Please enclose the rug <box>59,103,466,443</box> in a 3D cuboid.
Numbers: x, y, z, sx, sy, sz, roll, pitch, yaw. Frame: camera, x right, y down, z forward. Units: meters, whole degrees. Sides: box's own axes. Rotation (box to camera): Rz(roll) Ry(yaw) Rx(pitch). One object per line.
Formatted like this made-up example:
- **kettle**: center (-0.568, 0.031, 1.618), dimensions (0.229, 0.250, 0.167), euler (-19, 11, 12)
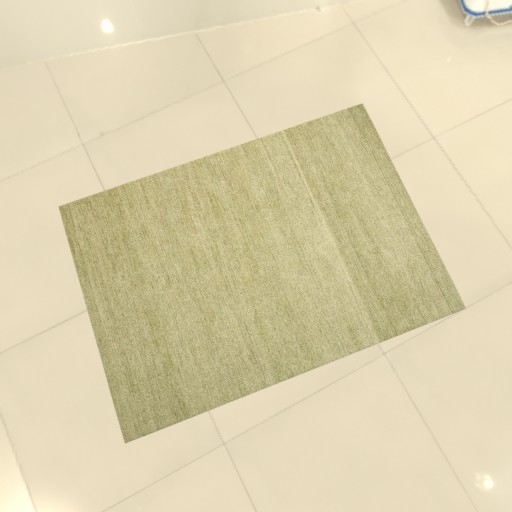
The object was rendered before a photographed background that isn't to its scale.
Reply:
- **rug**: center (0.000, 0.000, 2.926), dimensions (2.270, 0.017, 1.606), euler (-20, 76, -5)
